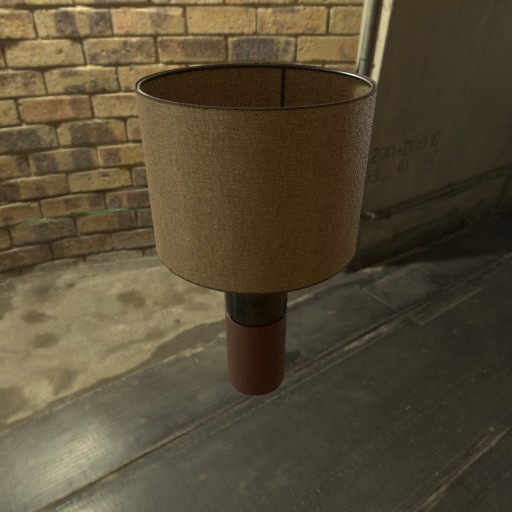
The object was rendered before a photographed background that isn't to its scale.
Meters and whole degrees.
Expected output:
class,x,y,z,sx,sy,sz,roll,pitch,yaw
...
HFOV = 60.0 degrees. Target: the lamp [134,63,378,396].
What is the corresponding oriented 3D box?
class,x,y,z,sx,sy,sz,roll,pitch,yaw
lamp,0.000,0.000,0.468,0.202,0.350,0.202,0,31,0
